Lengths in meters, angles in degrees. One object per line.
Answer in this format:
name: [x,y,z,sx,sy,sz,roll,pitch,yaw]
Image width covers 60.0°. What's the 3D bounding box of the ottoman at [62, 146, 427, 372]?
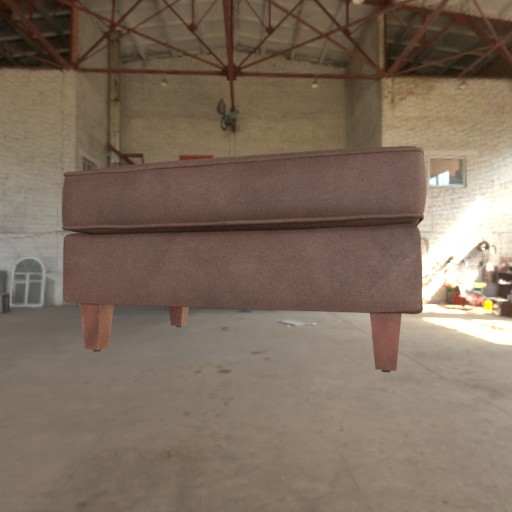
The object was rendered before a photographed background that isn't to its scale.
ottoman: [0.000,0.000,1.222,0.860,0.481,0.596,0,-1,18]
